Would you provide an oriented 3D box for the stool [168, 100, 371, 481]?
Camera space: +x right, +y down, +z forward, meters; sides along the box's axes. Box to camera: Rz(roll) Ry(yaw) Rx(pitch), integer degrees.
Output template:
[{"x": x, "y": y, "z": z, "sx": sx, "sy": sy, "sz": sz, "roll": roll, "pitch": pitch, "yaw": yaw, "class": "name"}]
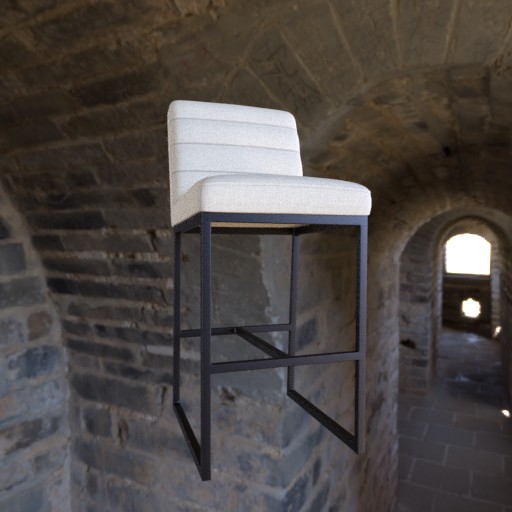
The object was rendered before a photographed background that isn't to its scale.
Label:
[{"x": 0.000, "y": 0.000, "z": 1.334, "sx": 0.460, "sy": 1.040, "sz": 0.560, "roll": -1, "pitch": 2, "yaw": -19, "class": "stool"}]
